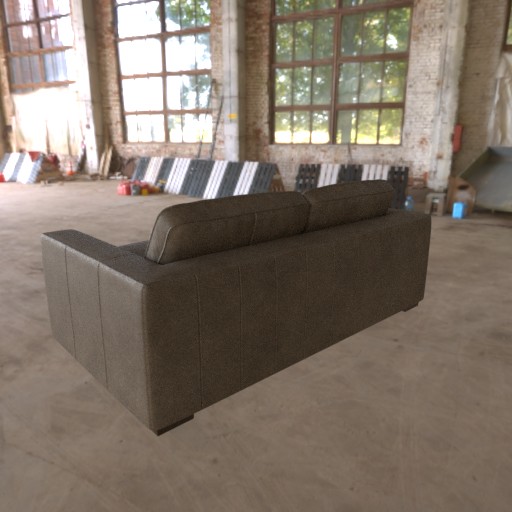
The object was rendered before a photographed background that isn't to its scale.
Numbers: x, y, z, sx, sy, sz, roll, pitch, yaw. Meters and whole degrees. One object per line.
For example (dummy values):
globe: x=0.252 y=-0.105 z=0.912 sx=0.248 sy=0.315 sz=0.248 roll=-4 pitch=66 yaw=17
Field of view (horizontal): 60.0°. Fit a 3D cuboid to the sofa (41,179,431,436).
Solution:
sofa: x=0.000 y=0.000 z=2.432 sx=1.920 sy=0.800 sz=1.070 roll=-14 pitch=21 yaw=-40
